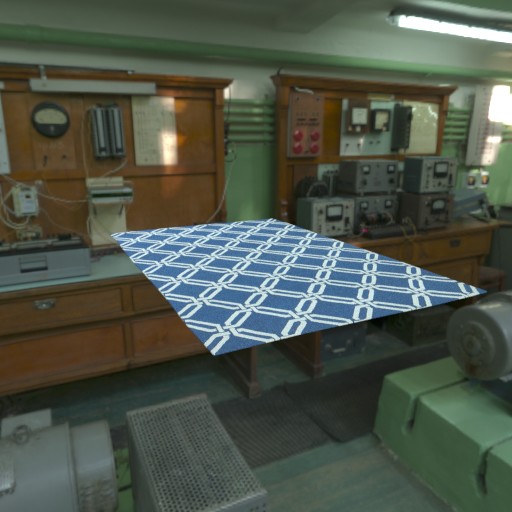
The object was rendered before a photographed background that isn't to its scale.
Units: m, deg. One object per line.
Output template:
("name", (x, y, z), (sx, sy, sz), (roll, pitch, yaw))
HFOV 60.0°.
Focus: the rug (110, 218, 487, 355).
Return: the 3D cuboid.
("rug", (0.000, 0.000, 2.226), (1.153, 0.010, 1.755), (-8, 17, -26))
